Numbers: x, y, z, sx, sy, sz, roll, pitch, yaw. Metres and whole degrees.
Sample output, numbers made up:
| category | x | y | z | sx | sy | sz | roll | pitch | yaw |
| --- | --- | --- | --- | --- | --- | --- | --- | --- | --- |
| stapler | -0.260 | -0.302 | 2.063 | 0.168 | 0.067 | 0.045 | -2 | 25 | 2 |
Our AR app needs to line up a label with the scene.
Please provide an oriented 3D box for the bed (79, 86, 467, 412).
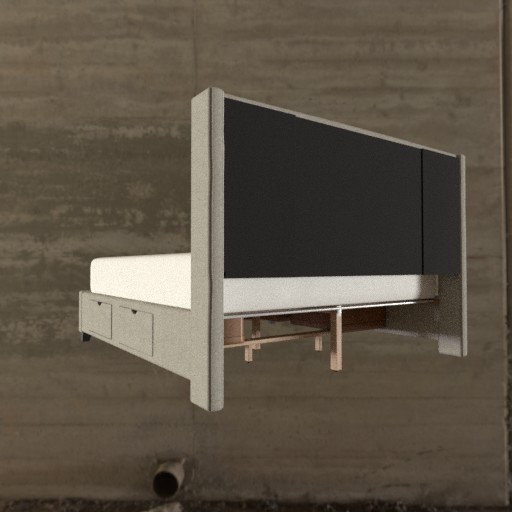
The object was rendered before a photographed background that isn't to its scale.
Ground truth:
| category | x | y | z | sx | sy | sz | roll | pitch | yaw |
| --- | --- | --- | --- | --- | --- | --- | --- | --- | --- |
| bed | 0.000 | 0.000 | 3.516 | 2.140 | 1.470 | 2.280 | 1 | -2 | -36 |
